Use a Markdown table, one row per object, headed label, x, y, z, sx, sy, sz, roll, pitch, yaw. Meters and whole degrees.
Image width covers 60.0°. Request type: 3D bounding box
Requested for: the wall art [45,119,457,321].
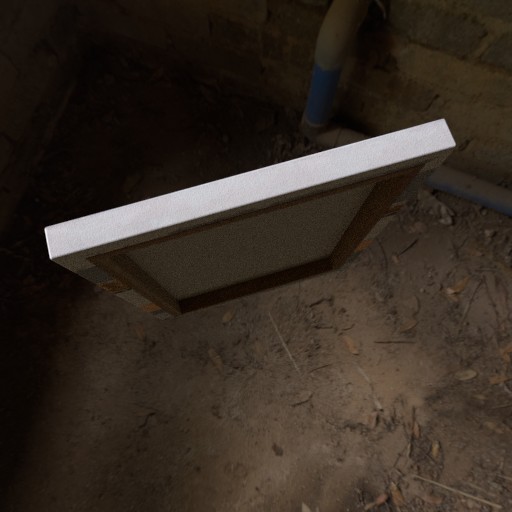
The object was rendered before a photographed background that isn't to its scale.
| label | x | y | z | sx | sy | sz | roll | pitch | yaw |
| --- | --- | --- | --- | --- | --- | --- | --- | --- | --- |
| wall art | 0.000 | 0.000 | 0.773 | 0.456 | 0.609 | 0.038 | -16 | 76 | -4 |
